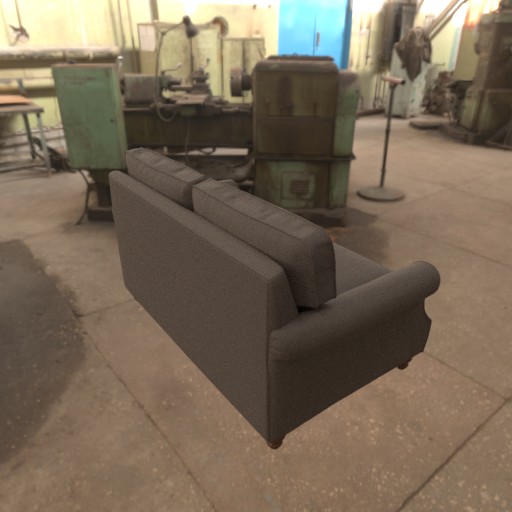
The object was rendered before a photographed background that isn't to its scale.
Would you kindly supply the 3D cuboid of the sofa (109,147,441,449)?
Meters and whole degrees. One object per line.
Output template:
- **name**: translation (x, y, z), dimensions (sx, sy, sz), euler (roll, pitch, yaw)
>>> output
- **sofa**: translation (0.000, 0.000, 2.286), dimensions (0.964, 0.937, 1.665), euler (-18, 31, -32)
